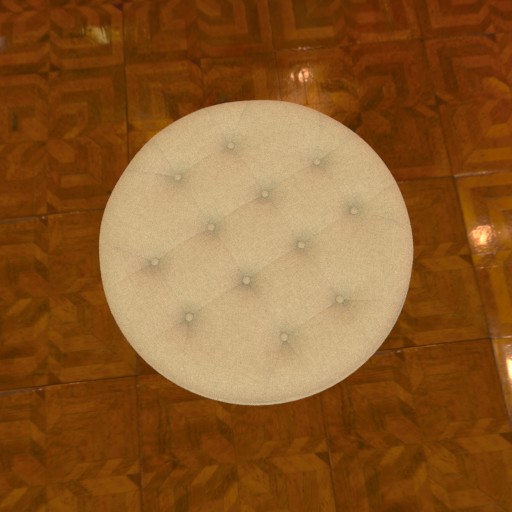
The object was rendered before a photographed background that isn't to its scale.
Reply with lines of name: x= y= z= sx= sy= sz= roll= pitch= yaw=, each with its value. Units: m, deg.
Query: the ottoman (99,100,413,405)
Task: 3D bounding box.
ottoman: x=0.000 y=0.000 z=1.365 sx=0.849 sy=0.478 sz=0.849 roll=0 pitch=76 yaw=0
